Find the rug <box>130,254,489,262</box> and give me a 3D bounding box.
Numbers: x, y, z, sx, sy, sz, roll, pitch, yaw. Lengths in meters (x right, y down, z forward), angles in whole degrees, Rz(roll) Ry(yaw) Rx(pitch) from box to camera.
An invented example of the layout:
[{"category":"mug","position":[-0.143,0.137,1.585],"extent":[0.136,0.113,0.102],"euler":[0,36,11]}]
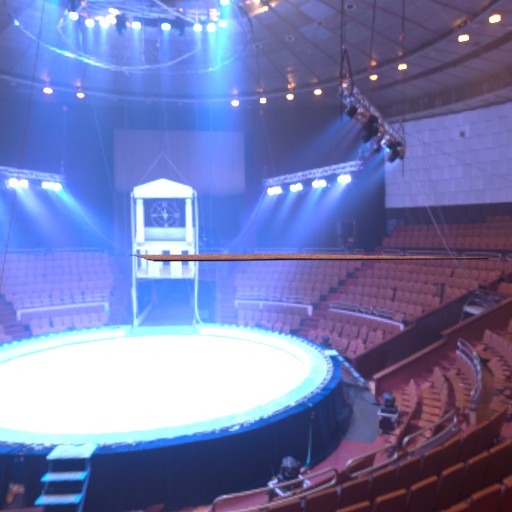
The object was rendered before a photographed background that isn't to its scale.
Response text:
[{"category":"rug","position":[0.000,0.000,2.918],"extent":[1.522,0.010,2.311],"euler":[0,1,-18]}]
